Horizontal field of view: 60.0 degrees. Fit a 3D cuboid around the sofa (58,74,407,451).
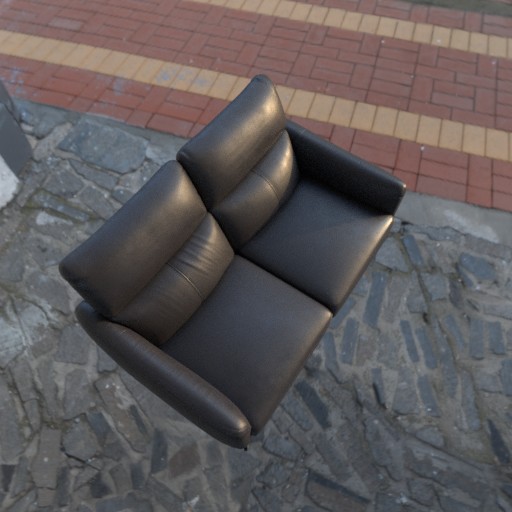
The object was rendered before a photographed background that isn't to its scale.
[{"bbox_3d":[0.000,0.000,2.230,0.958,0.920,1.596,31,64,17],"label":"sofa"}]
